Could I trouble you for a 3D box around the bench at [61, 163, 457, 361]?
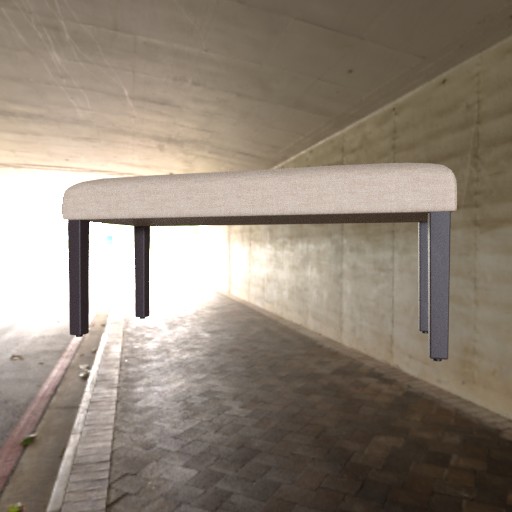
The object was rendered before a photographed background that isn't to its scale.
[{"bbox_3d":[0.000,0.000,1.281,1.013,0.456,0.407,0,1,17],"label":"bench"}]
